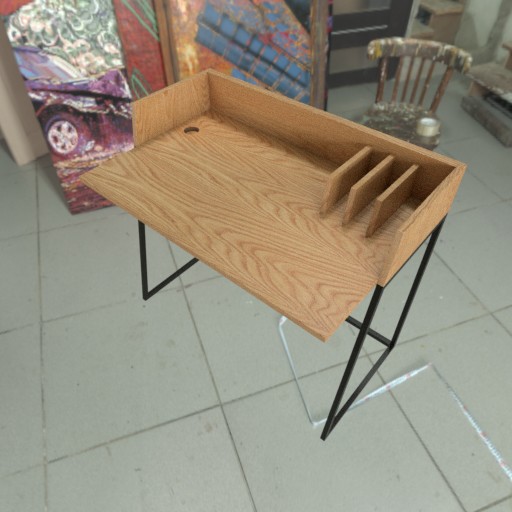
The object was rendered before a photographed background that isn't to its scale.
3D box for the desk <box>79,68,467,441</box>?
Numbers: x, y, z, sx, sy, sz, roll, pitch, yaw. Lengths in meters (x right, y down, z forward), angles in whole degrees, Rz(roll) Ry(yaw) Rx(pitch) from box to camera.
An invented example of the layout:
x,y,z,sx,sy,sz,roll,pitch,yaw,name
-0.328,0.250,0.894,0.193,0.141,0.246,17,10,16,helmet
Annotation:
x,y,z,sx,sy,sz,roll,pitch,yaw,name
0.000,0.000,1.906,1.191,1.061,0.769,31,53,27,desk
